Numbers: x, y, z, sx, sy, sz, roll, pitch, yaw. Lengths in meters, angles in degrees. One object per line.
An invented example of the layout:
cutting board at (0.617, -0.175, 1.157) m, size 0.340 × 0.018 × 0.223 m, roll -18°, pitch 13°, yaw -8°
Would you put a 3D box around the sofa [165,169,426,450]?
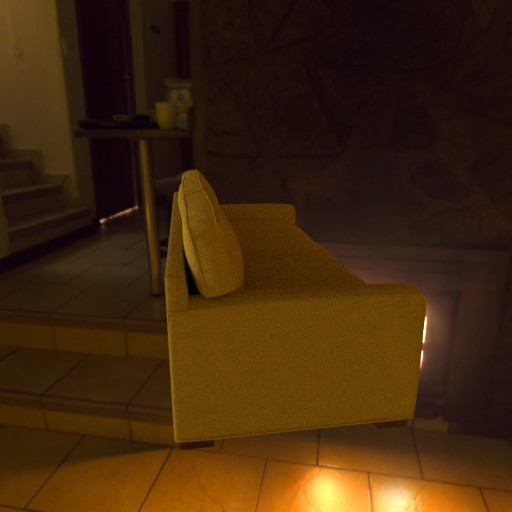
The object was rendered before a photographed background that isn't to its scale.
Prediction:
sofa at (0.000, 0.000, 2.542) m, size 0.936 × 0.862 × 2.093 m, roll -3°, pitch 16°, yaw -9°
